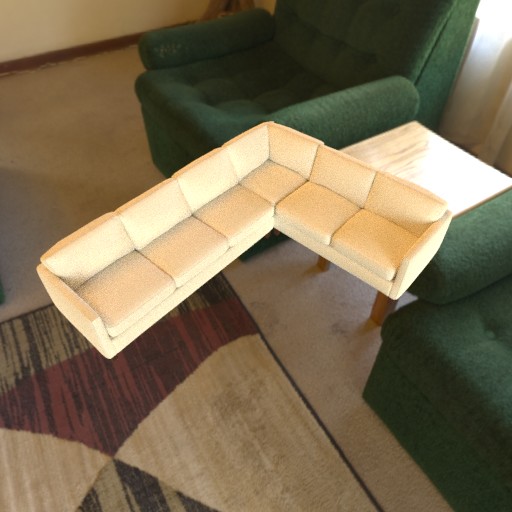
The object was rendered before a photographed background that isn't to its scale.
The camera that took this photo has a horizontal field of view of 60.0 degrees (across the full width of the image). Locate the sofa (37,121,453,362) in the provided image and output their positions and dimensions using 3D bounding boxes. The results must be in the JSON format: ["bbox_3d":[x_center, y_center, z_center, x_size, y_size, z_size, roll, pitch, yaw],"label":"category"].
[{"bbox_3d":[0.000,0.000,4.474,2.593,0.947,3.302,33,55,27],"label":"sofa"}]
